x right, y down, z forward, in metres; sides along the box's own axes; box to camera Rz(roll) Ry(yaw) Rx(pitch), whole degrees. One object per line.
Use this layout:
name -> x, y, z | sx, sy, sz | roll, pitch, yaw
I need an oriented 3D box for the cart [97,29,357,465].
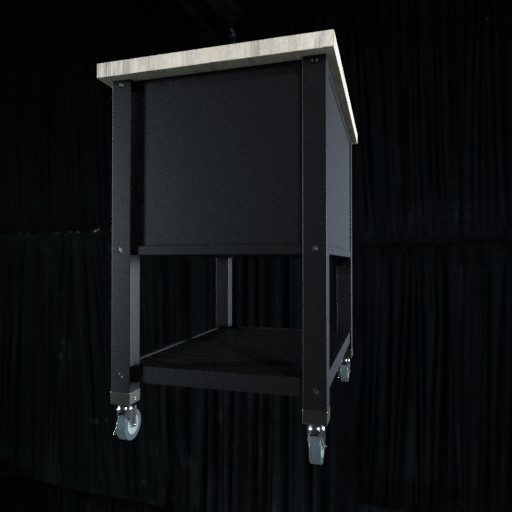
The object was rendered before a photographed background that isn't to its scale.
cart -> 0.000, 0.000, 1.367 | 0.567, 0.920, 0.797 | 0, -1, 16
